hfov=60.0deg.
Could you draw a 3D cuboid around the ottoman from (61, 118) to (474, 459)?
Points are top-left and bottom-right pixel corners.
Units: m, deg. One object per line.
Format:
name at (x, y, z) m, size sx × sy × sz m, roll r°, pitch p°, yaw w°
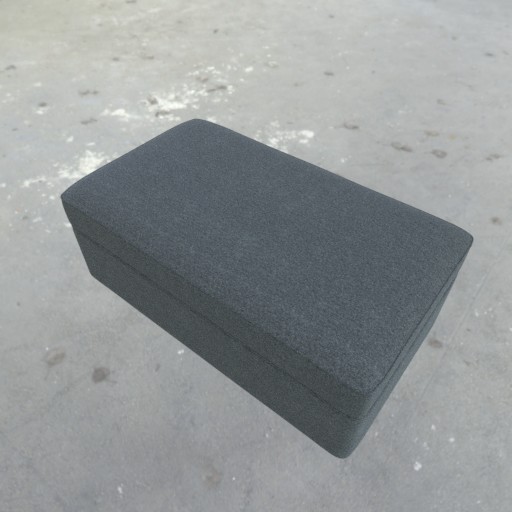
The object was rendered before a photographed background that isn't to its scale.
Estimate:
ottoman at (0.000, 0.000, 1.534) m, size 1.173 × 0.494 × 0.681 m, roll 30°, pitch 53°, yaw 26°
